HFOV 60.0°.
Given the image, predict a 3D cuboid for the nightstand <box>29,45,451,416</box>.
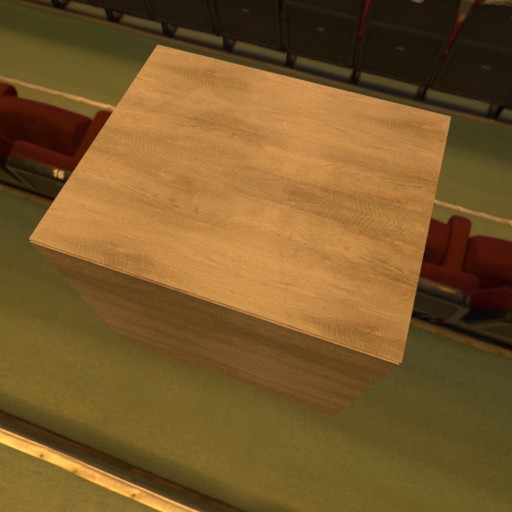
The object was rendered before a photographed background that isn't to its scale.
[{"bbox_3d":[0.000,0.000,0.743,0.427,0.448,0.347,17,64,9],"label":"nightstand"}]
